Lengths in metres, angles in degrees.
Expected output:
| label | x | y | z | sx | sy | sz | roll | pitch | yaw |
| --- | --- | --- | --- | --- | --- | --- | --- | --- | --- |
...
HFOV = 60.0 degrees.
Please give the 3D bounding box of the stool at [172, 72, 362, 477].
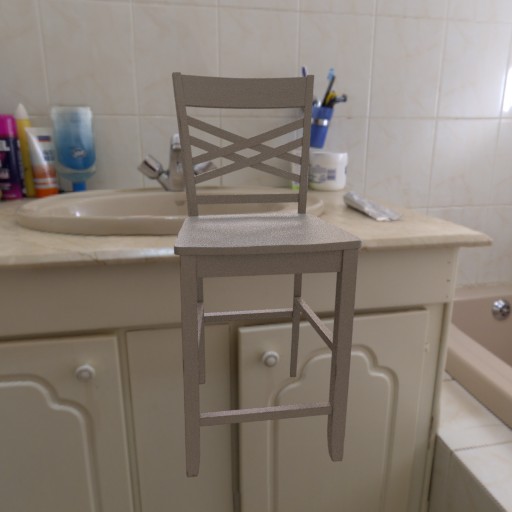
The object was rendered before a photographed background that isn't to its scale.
| label | x | y | z | sx | sy | sz | roll | pitch | yaw |
| --- | --- | --- | --- | --- | --- | --- | --- | --- | --- |
| stool | 0.000 | 0.000 | 1.328 | 0.462 | 1.079 | 0.539 | -2 | 15 | -8 |
